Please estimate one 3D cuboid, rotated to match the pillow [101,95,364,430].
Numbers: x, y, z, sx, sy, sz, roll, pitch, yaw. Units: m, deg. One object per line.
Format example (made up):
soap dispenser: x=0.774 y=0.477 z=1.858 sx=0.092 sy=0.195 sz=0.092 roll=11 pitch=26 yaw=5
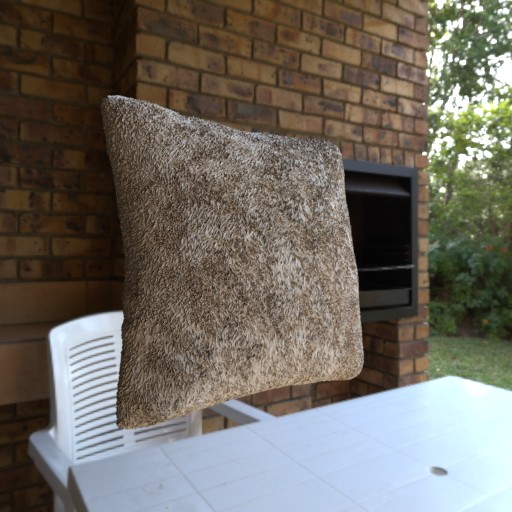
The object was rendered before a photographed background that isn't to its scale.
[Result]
pillow: x=0.000 y=0.000 z=0.814 sx=0.529 sy=0.515 sz=0.218 roll=0 pitch=0 yaw=-37
